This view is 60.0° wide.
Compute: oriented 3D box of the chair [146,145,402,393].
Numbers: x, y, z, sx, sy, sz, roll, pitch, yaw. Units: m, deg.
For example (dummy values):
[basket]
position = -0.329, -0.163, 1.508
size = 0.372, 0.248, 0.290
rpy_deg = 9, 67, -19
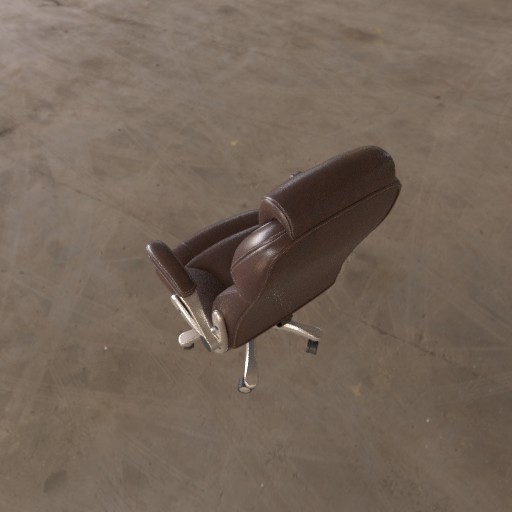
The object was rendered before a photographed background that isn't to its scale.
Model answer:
[chair]
position = 0.000, 0.000, 1.704
size = 0.733, 1.160, 0.774
rpy_deg = -30, 53, -25
